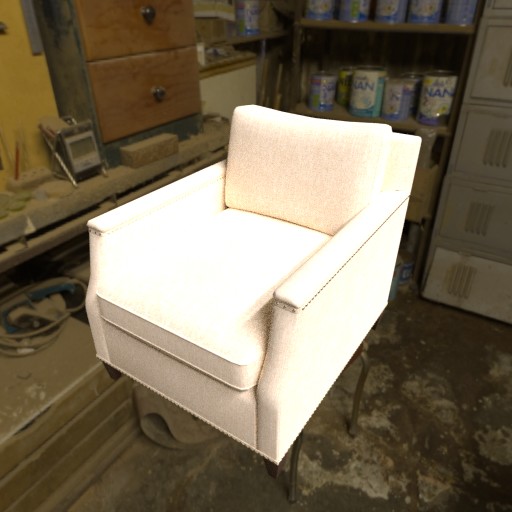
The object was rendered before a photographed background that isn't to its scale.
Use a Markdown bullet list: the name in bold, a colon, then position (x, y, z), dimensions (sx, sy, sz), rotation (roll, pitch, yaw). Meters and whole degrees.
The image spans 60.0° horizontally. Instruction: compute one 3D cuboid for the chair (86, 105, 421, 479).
- **chair**: position (0.000, 0.000, 1.720), dimensions (0.838, 0.940, 1.041), rotation (19, 36, 28)
